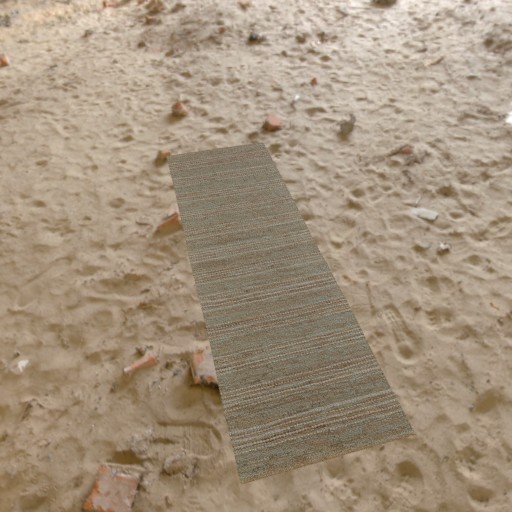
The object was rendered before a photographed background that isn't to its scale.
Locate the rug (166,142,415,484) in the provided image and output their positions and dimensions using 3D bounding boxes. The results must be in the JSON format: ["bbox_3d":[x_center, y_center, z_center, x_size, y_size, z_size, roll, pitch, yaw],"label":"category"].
[{"bbox_3d":[0.000,0.000,2.665,0.783,0.006,2.438,-11,47,-10],"label":"rug"}]
